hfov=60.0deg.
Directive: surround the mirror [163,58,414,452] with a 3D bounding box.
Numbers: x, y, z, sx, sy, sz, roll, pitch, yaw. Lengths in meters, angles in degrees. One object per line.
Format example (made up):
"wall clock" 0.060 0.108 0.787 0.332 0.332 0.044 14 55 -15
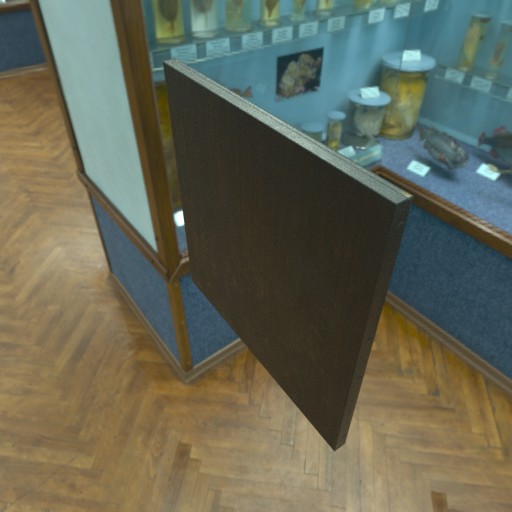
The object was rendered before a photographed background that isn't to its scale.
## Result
"mirror" 0.000 0.000 0.563 0.020 0.381 0.382 -24 47 -25
